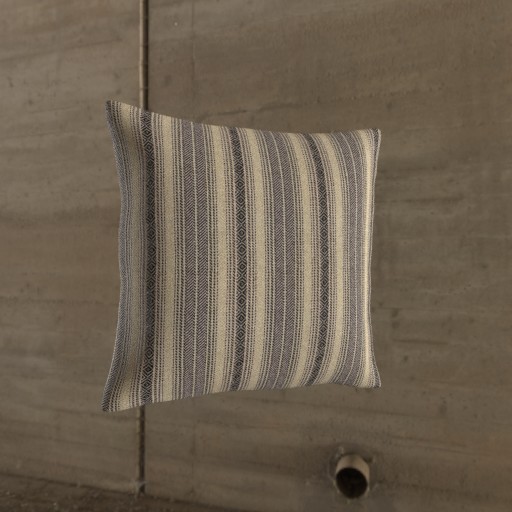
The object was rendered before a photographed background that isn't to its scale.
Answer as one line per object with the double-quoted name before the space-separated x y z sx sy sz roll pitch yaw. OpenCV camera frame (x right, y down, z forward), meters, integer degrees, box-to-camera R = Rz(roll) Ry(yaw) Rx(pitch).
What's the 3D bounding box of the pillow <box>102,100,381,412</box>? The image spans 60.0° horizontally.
"pillow" 0.000 0.000 0.796 0.520 0.508 0.166 0 -1 -17
